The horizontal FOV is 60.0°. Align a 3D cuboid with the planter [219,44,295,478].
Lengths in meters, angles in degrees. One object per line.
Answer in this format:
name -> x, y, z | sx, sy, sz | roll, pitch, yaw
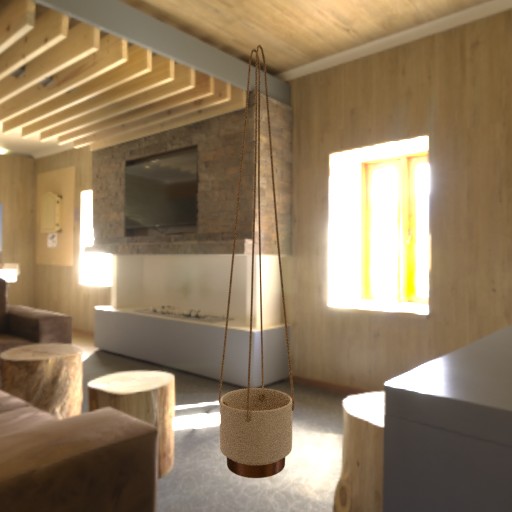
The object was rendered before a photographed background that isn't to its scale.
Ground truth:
planter -> 0.000, 0.000, 0.894 | 0.146, 0.841, 0.146 | 0, 0, -34
